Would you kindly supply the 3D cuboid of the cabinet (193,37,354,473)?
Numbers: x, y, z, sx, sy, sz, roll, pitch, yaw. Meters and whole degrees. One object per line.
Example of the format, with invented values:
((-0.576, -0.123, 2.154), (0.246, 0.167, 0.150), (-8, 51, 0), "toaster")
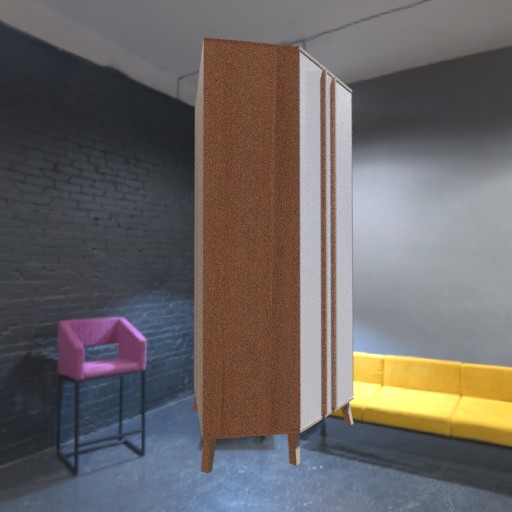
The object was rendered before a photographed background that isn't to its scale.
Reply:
((0.000, 0.000, 2.599), (0.969, 1.957, 1.272), (-1, -2, 35), "cabinet")
